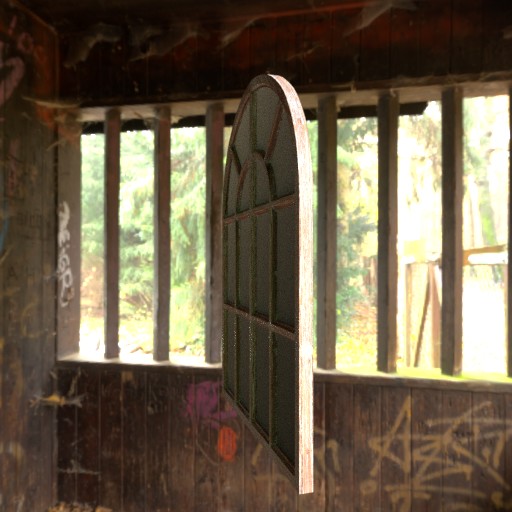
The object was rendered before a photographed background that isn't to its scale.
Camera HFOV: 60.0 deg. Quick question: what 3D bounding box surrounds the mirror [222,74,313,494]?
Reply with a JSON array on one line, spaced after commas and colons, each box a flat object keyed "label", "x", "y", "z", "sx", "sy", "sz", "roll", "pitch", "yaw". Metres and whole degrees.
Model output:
[{"label": "mirror", "x": 0.000, "y": 0.000, "z": 1.174, "sx": 0.032, "sy": 0.920, "sz": 0.660, "roll": 0, "pitch": 0, "yaw": -17}]
